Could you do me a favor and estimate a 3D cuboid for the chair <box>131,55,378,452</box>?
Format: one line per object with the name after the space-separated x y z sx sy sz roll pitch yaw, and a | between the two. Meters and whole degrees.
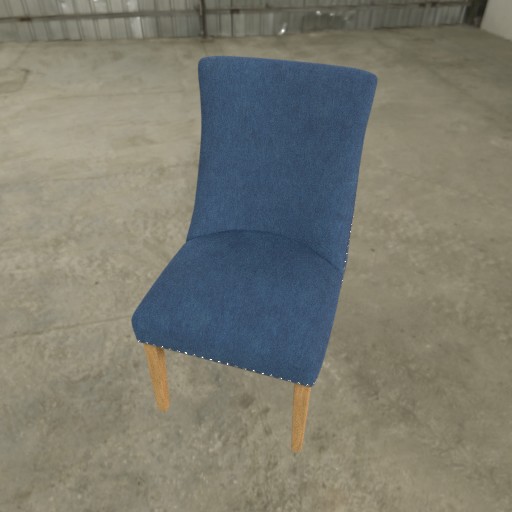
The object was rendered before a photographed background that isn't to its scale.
0.000 0.000 1.248 0.495 0.902 0.610 11 41 13 | chair
